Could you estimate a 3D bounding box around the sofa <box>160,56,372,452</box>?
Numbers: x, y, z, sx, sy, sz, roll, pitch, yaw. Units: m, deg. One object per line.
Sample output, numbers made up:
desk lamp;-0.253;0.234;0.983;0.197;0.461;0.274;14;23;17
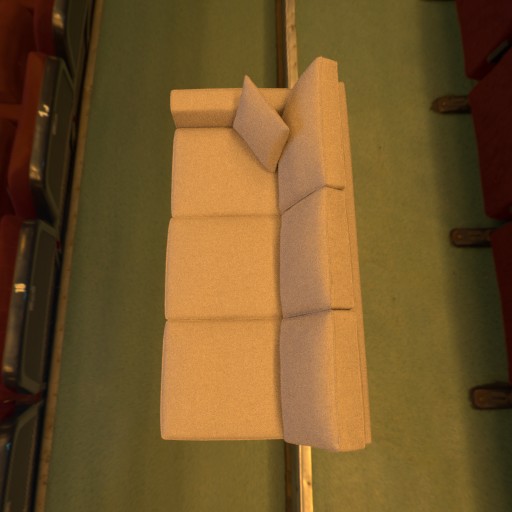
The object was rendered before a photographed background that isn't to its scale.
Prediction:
sofa;0.000;0.000;2.523;1.034;0.946;1.962;-1;75;0
